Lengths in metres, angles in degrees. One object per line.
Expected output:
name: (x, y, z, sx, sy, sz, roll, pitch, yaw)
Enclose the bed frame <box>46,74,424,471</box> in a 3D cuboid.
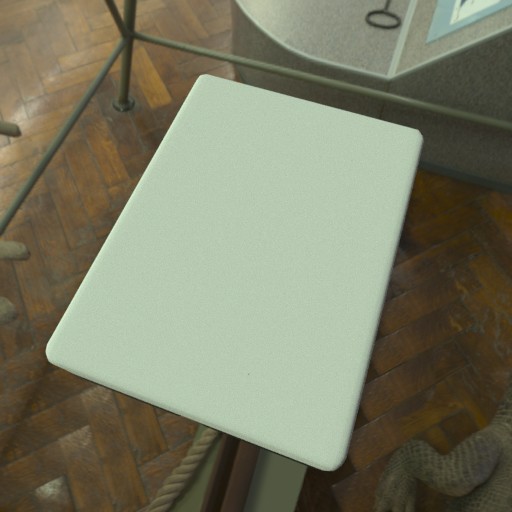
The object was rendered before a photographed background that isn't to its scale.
bed frame: (0.000, 0.000, 2.740, 1.528, 0.677, 2.037, 18, 66, 8)
